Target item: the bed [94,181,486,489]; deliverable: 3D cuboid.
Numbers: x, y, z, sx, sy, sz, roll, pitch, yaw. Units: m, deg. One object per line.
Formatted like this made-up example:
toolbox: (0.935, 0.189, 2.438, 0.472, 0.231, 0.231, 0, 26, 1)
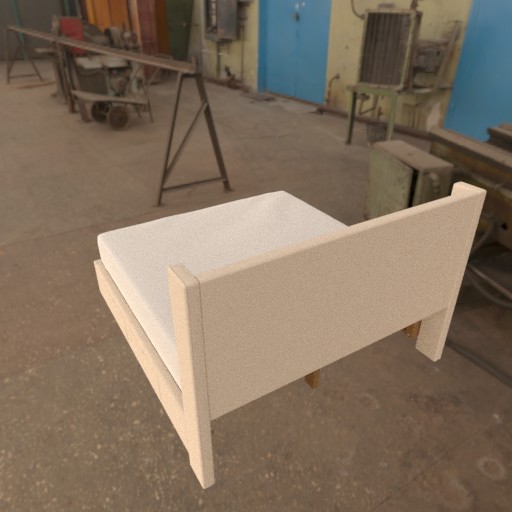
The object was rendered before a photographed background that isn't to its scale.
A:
bed: (0.000, 0.000, 3.602, 2.145, 1.471, 2.293, -17, 34, -27)
